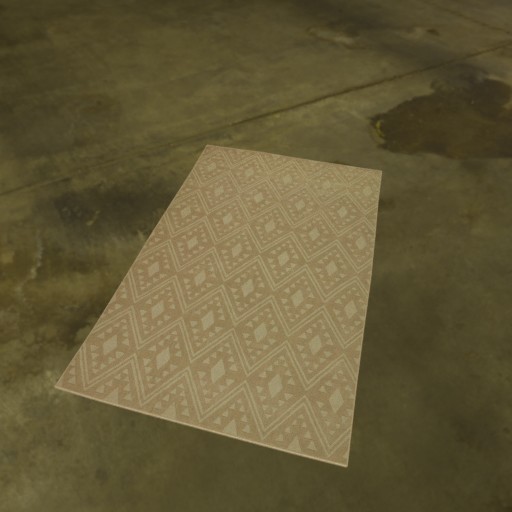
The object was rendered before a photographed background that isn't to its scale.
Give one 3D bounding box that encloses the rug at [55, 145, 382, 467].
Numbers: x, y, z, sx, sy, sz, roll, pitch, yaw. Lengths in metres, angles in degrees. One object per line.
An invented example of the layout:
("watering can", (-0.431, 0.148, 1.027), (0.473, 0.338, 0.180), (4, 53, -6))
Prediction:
("rug", (0.000, 0.000, 3.015), (1.553, 0.053, 2.430), (11, 47, 10))
